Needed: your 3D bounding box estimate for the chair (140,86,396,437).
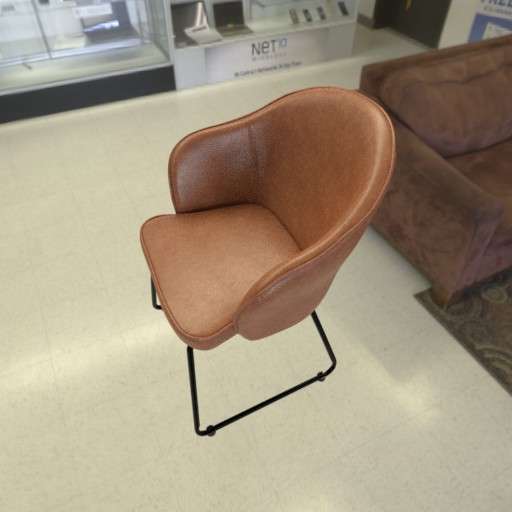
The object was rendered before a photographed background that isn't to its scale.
[{"bbox_3d":[0.000,0.000,1.210,0.580,0.785,0.582,-18,48,-17],"label":"chair"}]
